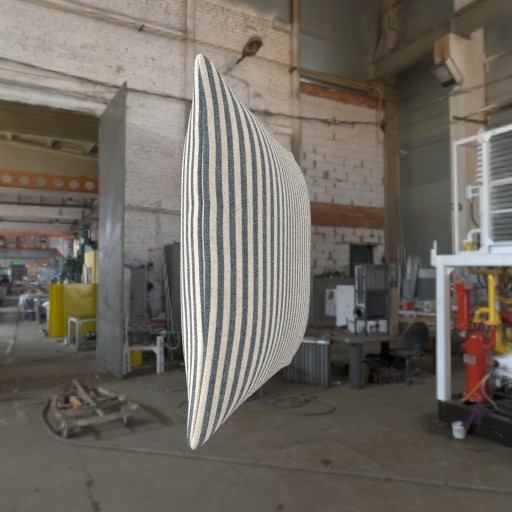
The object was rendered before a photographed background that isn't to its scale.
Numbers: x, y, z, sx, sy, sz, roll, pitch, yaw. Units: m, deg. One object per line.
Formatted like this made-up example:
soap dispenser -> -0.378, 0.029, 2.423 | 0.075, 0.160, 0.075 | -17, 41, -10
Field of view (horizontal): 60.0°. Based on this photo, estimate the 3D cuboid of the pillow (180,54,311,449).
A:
pillow -> 0.000, 0.000, 0.816 | 0.166, 0.510, 0.523 | -1, -2, 18
